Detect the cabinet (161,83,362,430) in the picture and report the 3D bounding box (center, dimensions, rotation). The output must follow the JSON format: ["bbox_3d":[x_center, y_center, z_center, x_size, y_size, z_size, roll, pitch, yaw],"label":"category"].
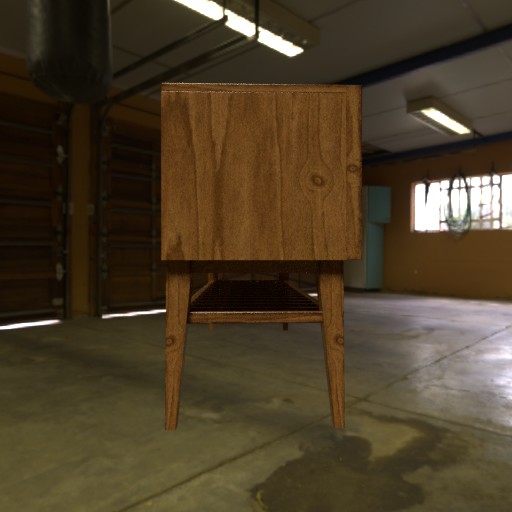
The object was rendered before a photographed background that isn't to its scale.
[{"bbox_3d":[0.000,0.000,1.706,0.477,0.802,1.363,0,0,-2],"label":"cabinet"}]
